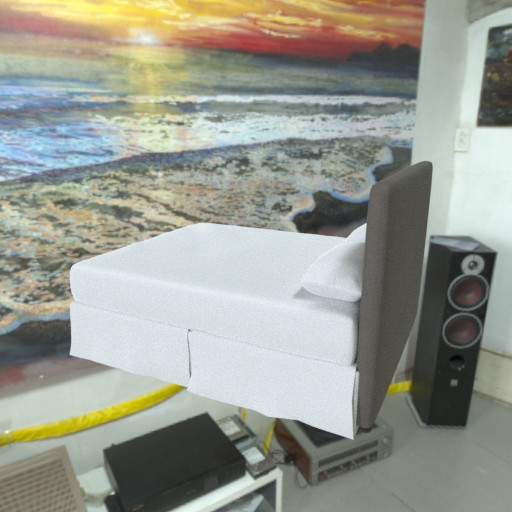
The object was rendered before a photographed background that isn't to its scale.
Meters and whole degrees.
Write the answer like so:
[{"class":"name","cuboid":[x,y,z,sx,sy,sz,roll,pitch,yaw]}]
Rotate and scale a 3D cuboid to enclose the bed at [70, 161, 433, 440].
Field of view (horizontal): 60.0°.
[{"class":"bed","cuboid":[0.000,0.000,3.219,2.142,1.330,1.723,8,18,26]}]
